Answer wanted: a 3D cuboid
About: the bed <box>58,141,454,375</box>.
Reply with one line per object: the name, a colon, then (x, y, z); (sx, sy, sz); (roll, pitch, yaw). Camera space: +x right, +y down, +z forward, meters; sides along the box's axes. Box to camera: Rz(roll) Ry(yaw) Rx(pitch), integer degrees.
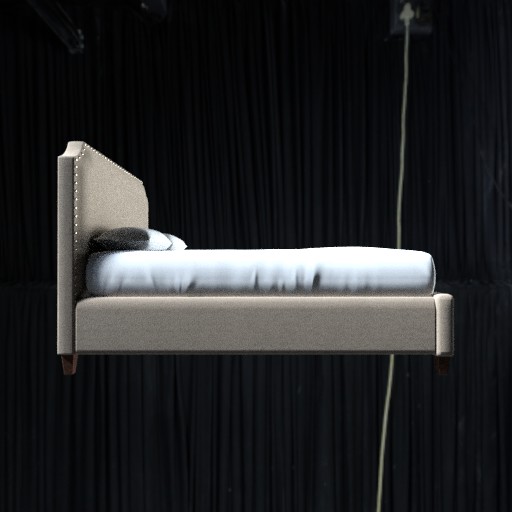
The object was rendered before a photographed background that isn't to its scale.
bed: (0.000, 0.000, 3.437); (2.329, 1.415, 1.703); (0, 0, 0)
